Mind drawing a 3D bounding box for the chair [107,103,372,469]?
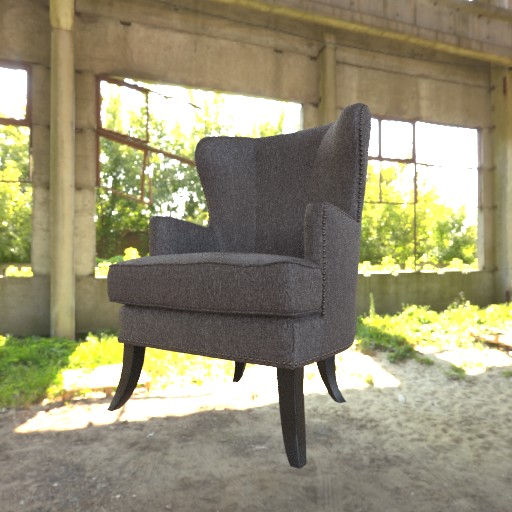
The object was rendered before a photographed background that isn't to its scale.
[{"bbox_3d":[0.000,0.000,1.595,0.759,1.060,0.758,-1,-1,35],"label":"chair"}]
